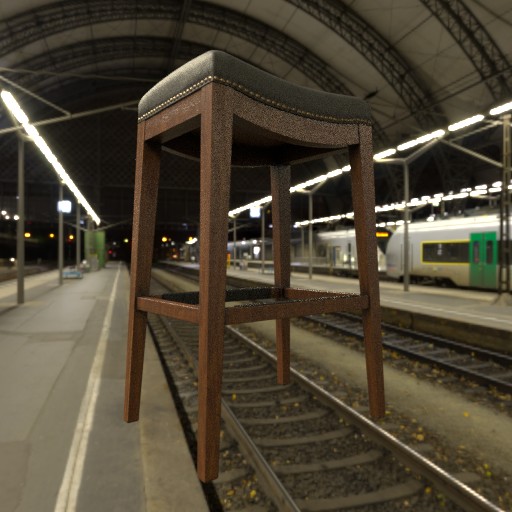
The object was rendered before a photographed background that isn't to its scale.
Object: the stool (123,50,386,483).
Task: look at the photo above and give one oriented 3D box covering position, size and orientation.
[{"bbox_3d":[0.000,0.000,1.039,0.500,0.765,0.361,0,0,-38],"label":"stool"}]
